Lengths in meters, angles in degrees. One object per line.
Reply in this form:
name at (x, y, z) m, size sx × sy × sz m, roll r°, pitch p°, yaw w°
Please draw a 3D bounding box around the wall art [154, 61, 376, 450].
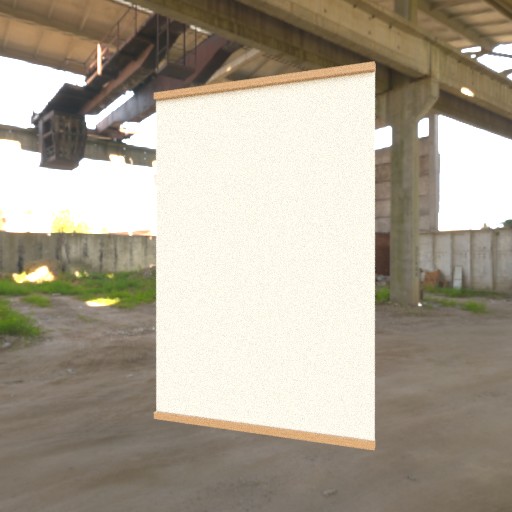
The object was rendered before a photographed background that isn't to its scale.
wall art at (0.000, 0.000, 1.287) m, size 0.669 × 1.020 × 0.027 m, roll 0°, pitch 0°, yaw 20°
